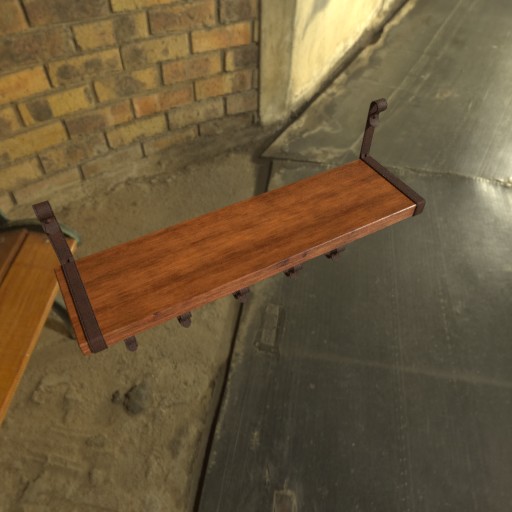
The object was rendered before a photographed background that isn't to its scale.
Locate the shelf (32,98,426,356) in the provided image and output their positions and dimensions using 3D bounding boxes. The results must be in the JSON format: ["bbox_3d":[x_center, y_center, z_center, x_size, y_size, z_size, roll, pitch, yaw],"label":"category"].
[{"bbox_3d":[0.000,0.000,0.692,0.567,0.330,0.146,-22,51,-19],"label":"shelf"}]
